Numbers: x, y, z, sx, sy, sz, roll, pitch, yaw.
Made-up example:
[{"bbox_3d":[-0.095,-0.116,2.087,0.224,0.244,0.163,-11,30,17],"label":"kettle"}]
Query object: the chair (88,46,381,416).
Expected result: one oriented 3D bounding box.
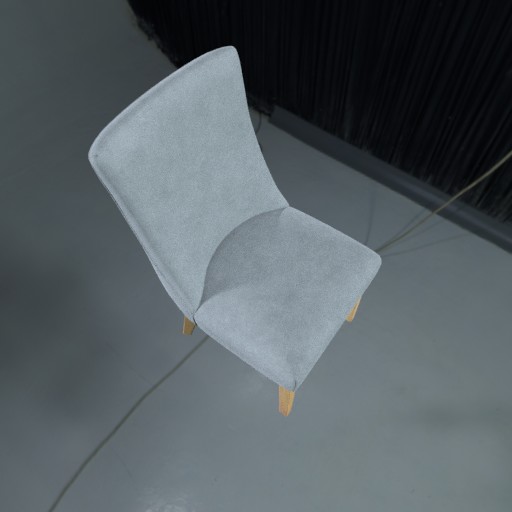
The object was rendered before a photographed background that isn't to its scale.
[{"bbox_3d":[0.000,0.000,1.290,0.610,0.902,0.495,32,63,18],"label":"chair"}]
